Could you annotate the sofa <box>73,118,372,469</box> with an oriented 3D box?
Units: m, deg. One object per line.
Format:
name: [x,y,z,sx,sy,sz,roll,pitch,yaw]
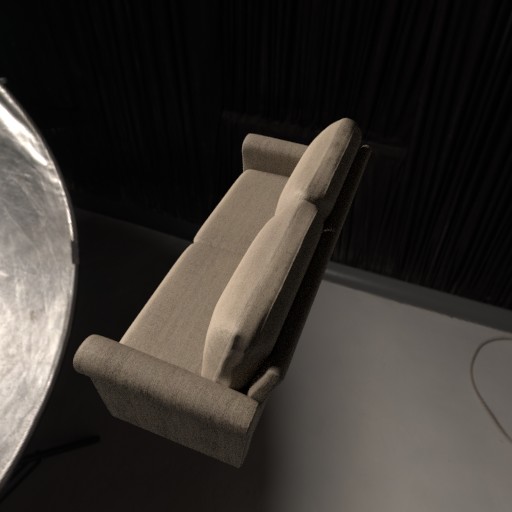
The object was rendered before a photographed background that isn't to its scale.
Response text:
sofa: [0.000,0.000,2.398,0.842,0.942,1.935,15,47,15]
